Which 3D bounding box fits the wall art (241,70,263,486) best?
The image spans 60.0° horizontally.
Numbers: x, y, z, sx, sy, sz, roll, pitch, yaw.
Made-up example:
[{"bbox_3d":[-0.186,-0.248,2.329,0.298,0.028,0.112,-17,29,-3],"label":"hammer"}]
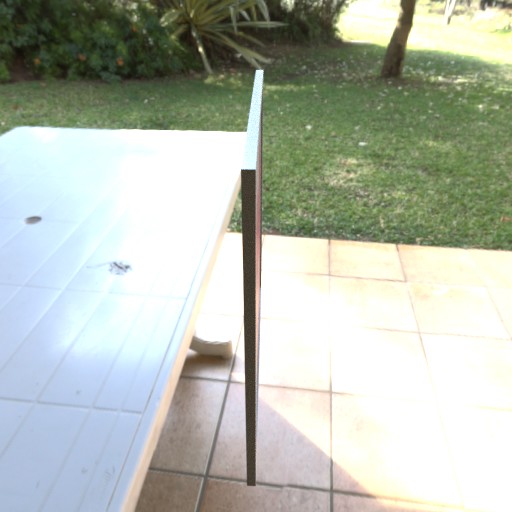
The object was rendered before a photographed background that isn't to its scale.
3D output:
[{"bbox_3d":[0.000,0.000,1.194,0.022,0.803,0.805,1,32,1],"label":"wall art"}]
